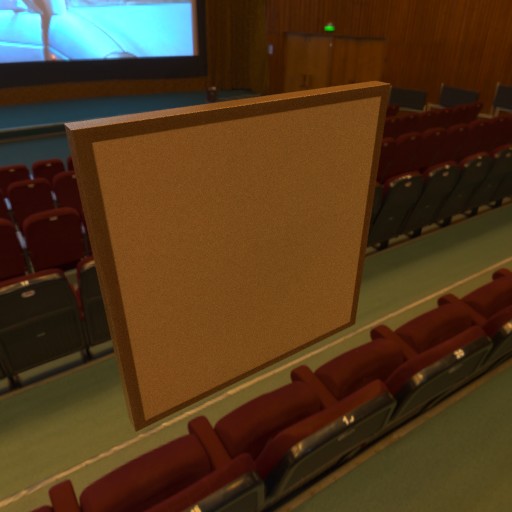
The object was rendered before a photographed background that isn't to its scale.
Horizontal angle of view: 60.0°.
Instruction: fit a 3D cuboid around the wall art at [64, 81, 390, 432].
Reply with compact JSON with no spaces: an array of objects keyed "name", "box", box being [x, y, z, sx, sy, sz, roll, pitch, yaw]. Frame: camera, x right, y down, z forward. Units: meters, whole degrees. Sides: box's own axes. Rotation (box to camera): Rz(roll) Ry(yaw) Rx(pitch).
[{"name":"wall art","box":[0.000,0.000,0.752,0.510,0.509,0.033,-19,36,-28]}]
